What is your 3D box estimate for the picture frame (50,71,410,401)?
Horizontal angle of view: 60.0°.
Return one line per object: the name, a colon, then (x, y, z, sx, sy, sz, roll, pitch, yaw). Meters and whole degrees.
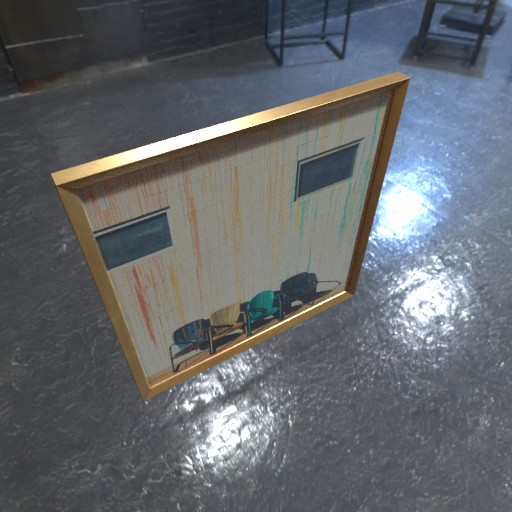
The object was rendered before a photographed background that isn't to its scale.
picture frame: (0.000, 0.000, 1.122, 0.758, 0.761, 0.037, -23, 51, -20)
